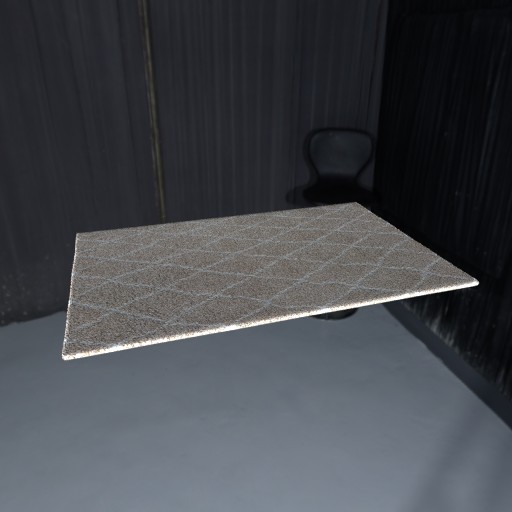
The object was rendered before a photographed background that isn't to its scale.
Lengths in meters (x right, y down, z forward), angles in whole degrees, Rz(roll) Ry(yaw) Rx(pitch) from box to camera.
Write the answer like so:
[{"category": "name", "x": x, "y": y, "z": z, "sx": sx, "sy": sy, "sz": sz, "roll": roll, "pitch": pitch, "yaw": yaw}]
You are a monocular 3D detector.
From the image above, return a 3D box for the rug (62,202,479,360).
[{"category": "rug", "x": 0.000, "y": 0.000, "z": 3.505, "sx": 2.743, "sy": 0.030, "sz": 1.778, "roll": -8, "pitch": 27, "yaw": -16}]
